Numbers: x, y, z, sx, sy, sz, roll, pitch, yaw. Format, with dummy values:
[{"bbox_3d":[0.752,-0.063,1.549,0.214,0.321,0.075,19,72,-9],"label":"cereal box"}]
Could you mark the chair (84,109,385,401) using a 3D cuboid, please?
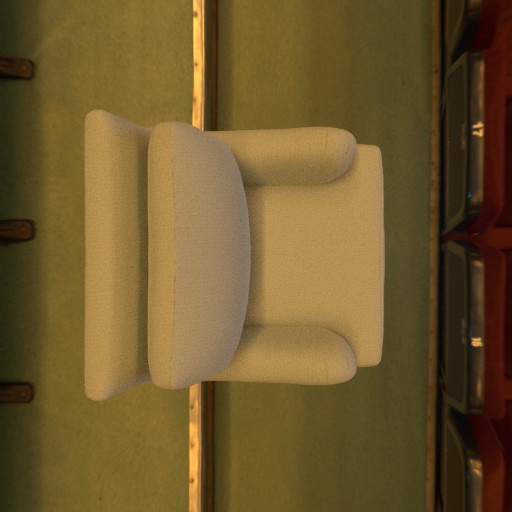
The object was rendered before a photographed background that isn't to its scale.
[{"bbox_3d":[0.000,0.000,1.806,1.070,1.038,0.955,0,90,-2],"label":"chair"}]
